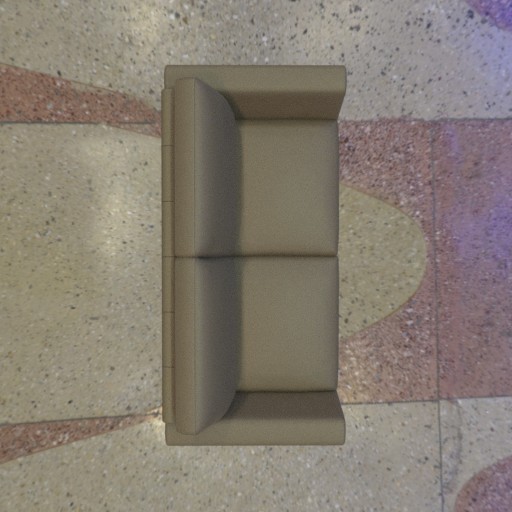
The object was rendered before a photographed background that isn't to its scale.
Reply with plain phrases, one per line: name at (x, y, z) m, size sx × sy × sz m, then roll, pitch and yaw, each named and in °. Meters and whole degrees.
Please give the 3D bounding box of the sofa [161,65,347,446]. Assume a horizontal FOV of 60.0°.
sofa at (0.000, 0.000, 2.484) m, size 0.953 × 0.875 × 2.017 m, roll 0°, pitch 91°, yaw 0°
